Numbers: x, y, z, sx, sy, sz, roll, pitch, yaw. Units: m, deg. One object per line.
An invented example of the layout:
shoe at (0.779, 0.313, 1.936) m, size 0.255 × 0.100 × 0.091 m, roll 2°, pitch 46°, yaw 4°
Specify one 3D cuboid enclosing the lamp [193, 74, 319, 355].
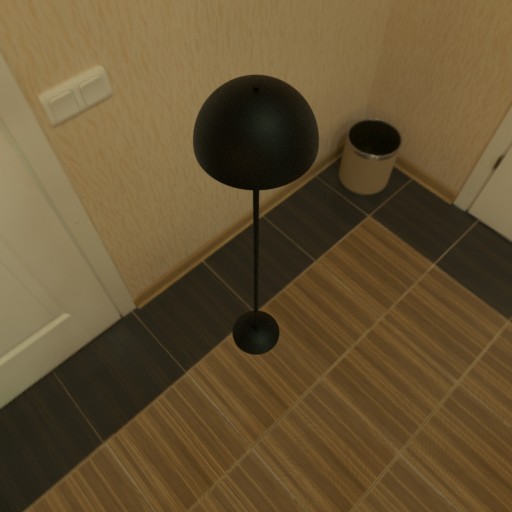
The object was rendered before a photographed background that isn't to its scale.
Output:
lamp at (0.000, 0.000, 1.644) m, size 0.328 × 1.480 × 0.328 m, roll 15°, pitch 59°, yaw 9°
